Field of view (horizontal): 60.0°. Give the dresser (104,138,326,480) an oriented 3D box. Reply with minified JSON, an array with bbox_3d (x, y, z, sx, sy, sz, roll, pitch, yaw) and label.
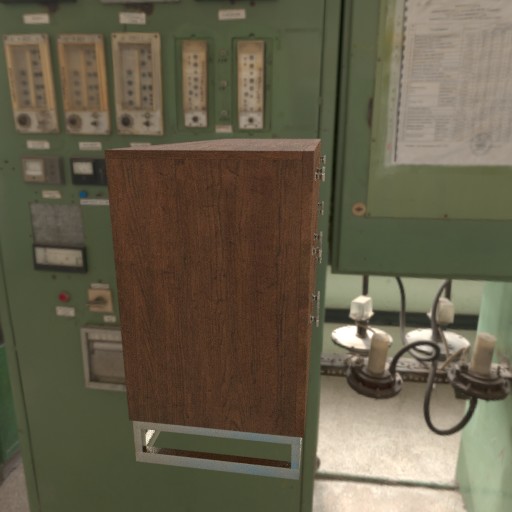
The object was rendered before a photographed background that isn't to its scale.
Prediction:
[{"bbox_3d":[0.000,0.000,2.133,0.623,1.061,1.646,2,16,8],"label":"dresser"}]
